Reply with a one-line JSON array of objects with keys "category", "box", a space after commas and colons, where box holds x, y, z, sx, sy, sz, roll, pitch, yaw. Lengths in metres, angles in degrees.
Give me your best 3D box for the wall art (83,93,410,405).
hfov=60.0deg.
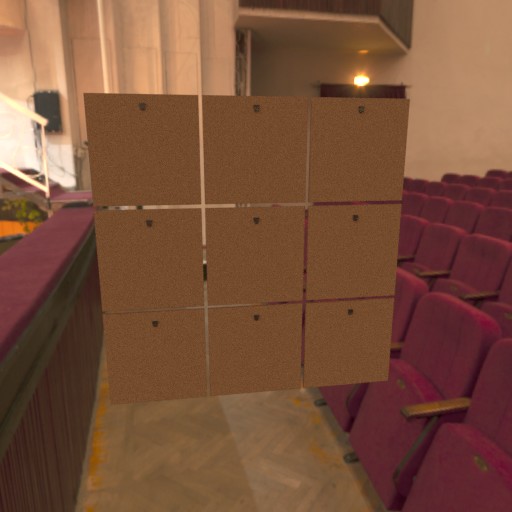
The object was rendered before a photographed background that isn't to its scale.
[{"category": "wall art", "box": [0.000, 0.000, 2.245, 1.533, 1.532, 0.019, -2, 14, -9]}]
